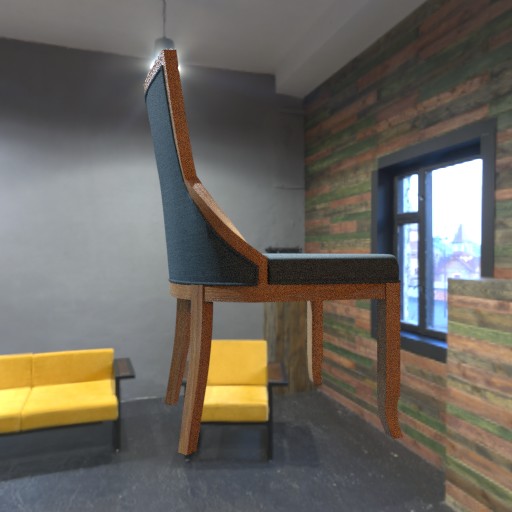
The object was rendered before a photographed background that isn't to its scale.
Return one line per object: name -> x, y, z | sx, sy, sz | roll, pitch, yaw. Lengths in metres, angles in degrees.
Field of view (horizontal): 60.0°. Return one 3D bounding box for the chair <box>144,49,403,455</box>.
chair -> 0.000, 0.000, 1.306 | 0.641, 0.947, 0.524 | 0, 0, -17
